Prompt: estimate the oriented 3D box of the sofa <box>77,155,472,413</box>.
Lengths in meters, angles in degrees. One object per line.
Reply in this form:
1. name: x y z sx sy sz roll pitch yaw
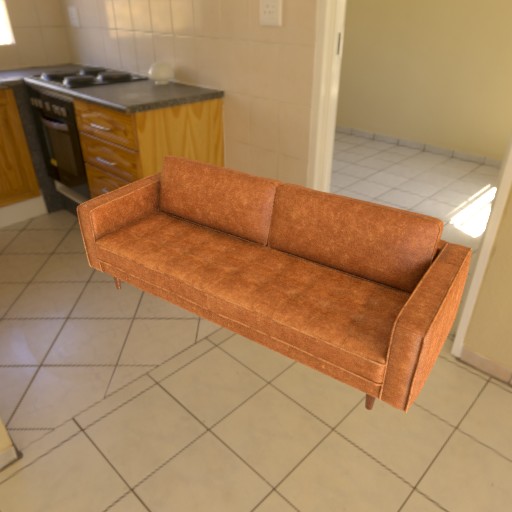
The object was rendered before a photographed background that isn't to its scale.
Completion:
1. sofa: 0.000 0.000 2.629 2.199 0.779 0.886 19 35 29
